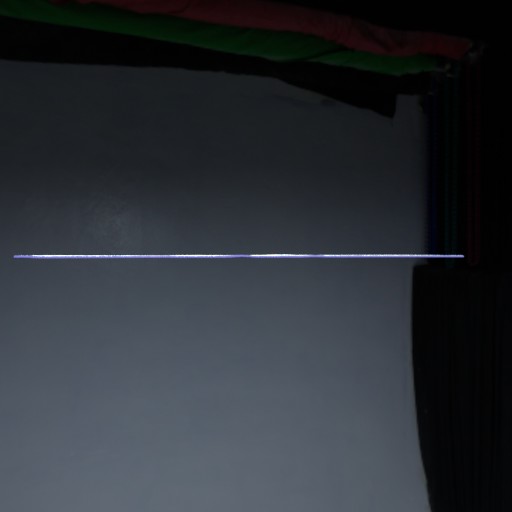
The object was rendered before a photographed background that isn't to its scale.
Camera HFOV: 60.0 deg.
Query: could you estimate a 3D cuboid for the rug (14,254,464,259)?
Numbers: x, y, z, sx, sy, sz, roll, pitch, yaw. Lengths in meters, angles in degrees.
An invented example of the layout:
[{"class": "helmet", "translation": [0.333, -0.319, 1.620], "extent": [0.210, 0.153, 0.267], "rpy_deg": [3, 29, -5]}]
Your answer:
[{"class": "rug", "translation": [0.000, 0.000, 2.450], "extent": [2.283, 0.016, 0.602], "rpy_deg": [0, 0, -18]}]
